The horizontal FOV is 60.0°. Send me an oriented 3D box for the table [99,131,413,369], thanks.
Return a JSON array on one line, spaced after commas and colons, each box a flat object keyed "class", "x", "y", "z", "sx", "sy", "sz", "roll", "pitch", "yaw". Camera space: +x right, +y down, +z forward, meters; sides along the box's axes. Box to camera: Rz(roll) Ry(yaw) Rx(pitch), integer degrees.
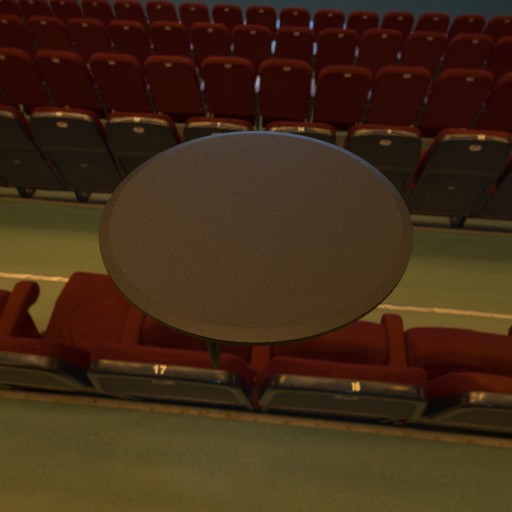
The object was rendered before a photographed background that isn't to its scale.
[{"class": "table", "x": 0.000, "y": 0.000, "z": 1.442, "sx": 0.900, "sy": 0.400, "sz": 0.900, "roll": 0, "pitch": 46, "yaw": 0}]
